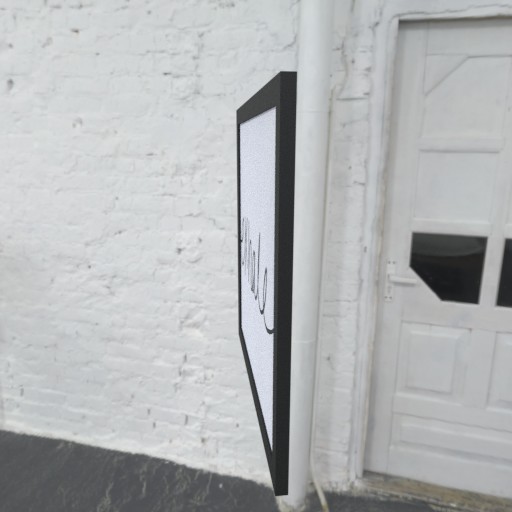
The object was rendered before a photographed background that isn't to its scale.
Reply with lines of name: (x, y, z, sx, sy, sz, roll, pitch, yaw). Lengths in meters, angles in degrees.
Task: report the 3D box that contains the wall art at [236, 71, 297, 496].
wall art: (0.000, 0.000, 0.528, 0.012, 0.357, 0.358, -2, 14, -7)
